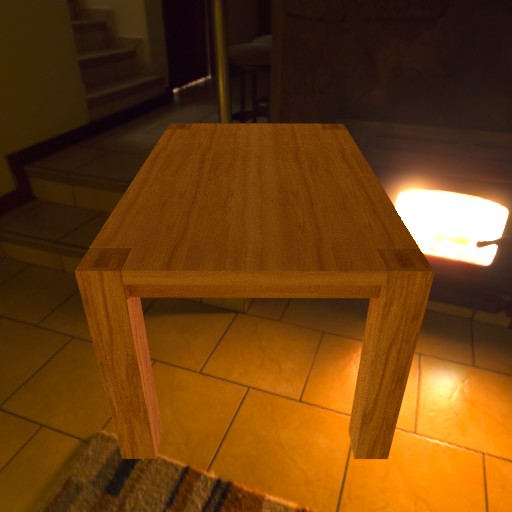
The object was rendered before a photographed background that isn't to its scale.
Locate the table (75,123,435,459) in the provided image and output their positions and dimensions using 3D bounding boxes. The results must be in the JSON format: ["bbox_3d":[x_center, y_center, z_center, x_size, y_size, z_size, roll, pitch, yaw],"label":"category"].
[{"bbox_3d":[0.000,0.000,1.900,0.900,0.760,1.400,0,31,0],"label":"table"}]
